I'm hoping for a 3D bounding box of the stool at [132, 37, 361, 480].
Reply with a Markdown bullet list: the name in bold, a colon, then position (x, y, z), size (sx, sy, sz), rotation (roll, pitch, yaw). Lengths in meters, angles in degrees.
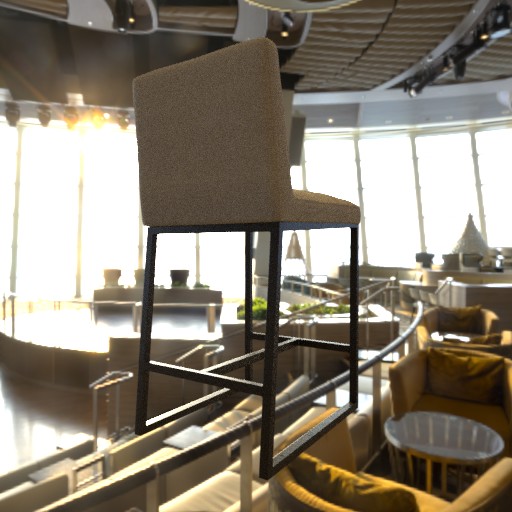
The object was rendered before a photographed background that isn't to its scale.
- **stool**: position (0.000, 0.000, 1.308), size (0.459, 0.971, 0.567), rotation (1, 1, 34)
